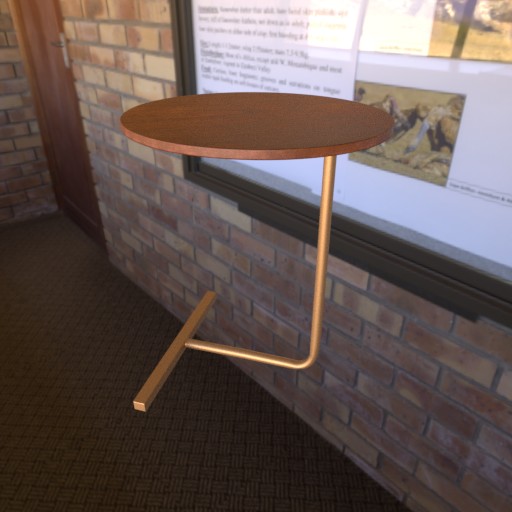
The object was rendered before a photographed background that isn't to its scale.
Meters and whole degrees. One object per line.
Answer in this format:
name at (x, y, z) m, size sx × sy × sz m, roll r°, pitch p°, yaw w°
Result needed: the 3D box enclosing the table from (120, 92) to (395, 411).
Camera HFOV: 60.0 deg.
table at (0.000, 0.000, 1.130) m, size 0.577 × 0.706 × 0.530 m, roll 8°, pitch 31°, yaw 14°
